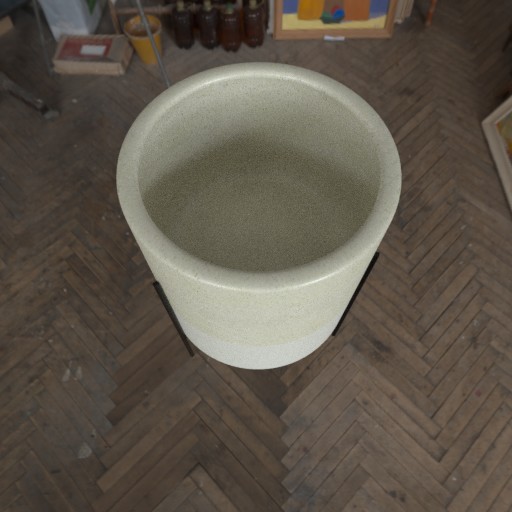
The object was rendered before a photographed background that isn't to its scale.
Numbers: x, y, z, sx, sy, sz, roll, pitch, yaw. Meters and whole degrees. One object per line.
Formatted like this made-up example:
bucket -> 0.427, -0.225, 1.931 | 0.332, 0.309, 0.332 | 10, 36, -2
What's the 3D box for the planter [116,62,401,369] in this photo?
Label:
planter -> 0.000, 0.000, 0.718 | 0.333, 0.483, 0.324 | -35, 69, -16
